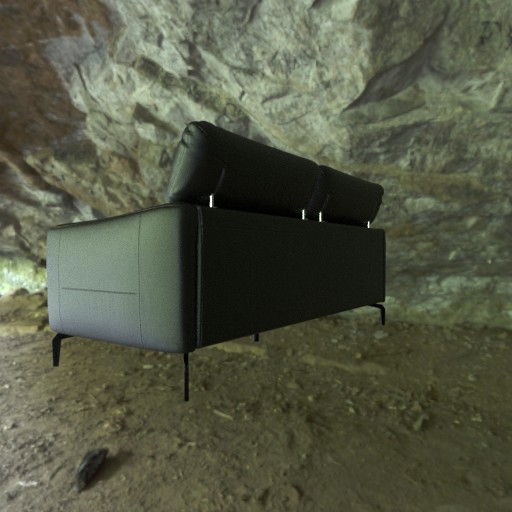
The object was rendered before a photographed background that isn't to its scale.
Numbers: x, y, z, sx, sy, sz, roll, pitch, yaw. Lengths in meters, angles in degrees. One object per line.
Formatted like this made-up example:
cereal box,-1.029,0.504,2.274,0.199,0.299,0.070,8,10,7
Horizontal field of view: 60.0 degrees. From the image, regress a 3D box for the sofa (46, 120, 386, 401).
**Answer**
sofa,0.000,0.000,2.480,0.856,0.957,2.069,0,0,35
